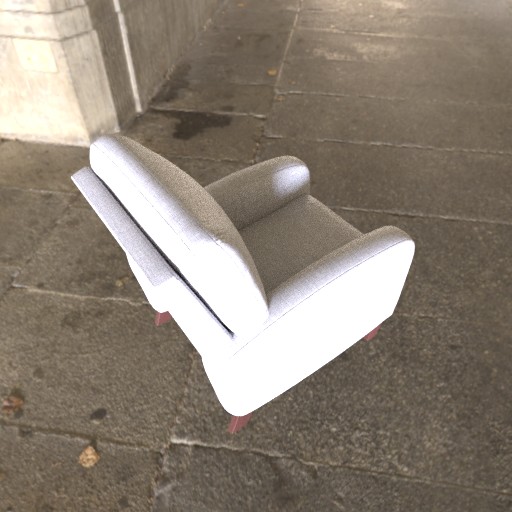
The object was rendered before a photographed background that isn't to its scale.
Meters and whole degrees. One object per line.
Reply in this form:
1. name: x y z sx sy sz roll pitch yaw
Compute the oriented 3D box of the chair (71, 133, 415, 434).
1. chair: 0.000 0.000 1.679 0.990 0.990 0.762 -27 50 -25
